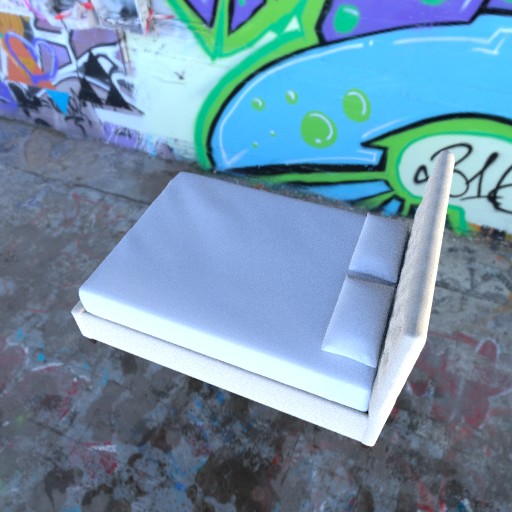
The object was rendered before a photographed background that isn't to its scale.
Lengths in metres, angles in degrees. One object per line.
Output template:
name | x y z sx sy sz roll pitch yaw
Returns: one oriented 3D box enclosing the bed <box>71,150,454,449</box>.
bed | 0.000 0.000 3.401 2.387 1.427 1.698 16 49 15
